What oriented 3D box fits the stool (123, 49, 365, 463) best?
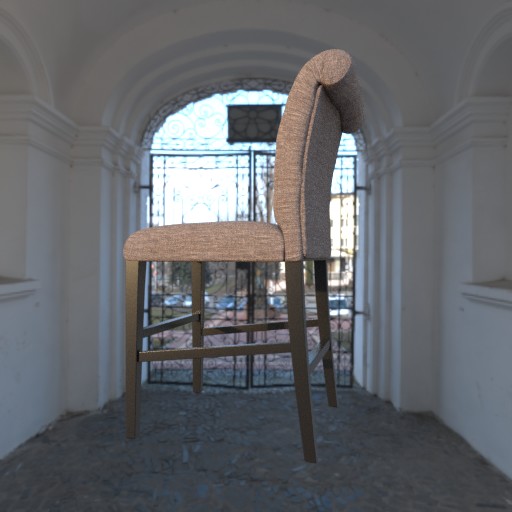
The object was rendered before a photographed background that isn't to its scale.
[{"bbox_3d":[0.000,0.000,1.299,0.611,0.970,0.457,0,0,17],"label":"stool"}]
